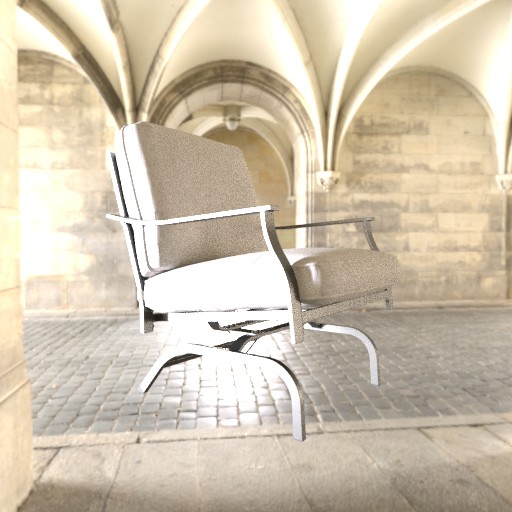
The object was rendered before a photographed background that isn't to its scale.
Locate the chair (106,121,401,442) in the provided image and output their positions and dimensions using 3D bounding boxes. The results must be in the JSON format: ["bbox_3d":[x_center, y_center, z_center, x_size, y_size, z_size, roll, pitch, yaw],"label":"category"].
[{"bbox_3d":[0.000,0.000,1.443,0.787,0.860,0.650,1,2,36],"label":"chair"}]
